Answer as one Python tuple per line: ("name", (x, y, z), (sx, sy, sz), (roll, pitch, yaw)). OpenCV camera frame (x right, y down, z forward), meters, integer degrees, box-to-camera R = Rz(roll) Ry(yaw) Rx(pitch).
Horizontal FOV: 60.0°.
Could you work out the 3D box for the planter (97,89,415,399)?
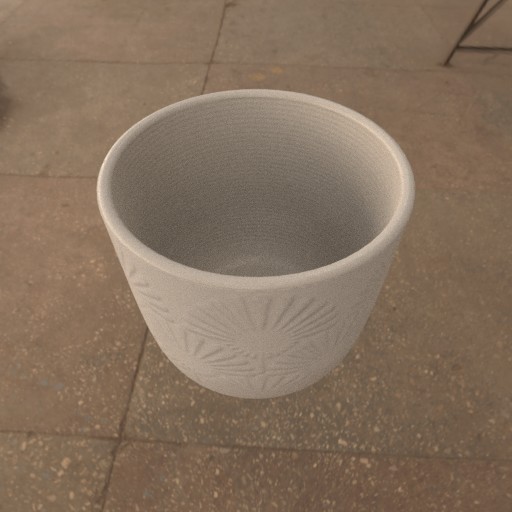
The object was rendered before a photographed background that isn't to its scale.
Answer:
("planter", (0.000, 0.000, 0.216), (0.124, 0.109, 0.124), (0, 48, 0))
